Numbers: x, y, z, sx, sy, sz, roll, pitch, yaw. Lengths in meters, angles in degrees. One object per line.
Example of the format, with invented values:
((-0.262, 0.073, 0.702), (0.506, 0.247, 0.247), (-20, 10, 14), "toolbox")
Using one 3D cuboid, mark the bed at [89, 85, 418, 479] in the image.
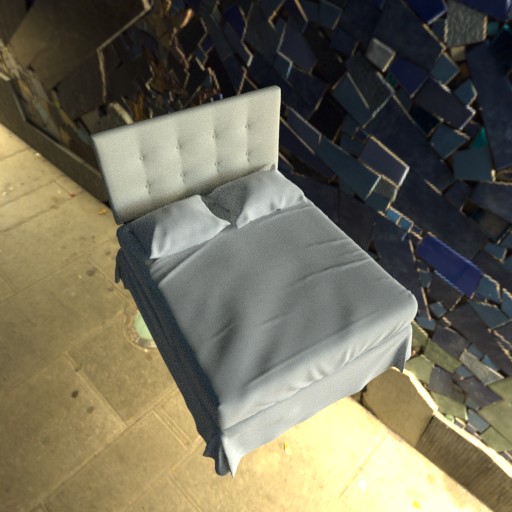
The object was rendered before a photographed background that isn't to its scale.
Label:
((0.000, 0.000, 3.457), (1.936, 1.577, 2.222), (-23, 50, -21), "bed")
